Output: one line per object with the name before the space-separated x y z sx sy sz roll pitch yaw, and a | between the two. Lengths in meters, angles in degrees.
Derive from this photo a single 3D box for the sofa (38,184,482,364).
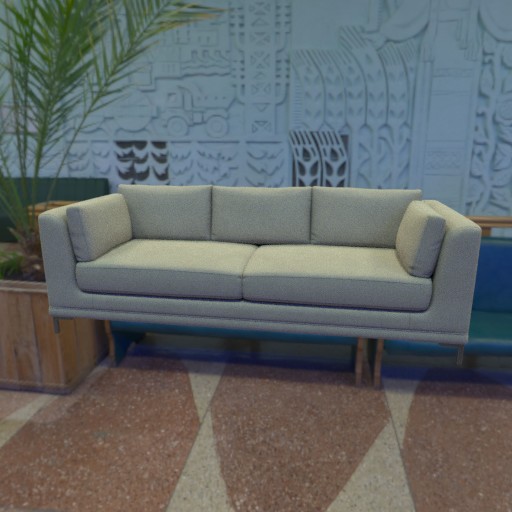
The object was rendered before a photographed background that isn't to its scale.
sofa | 0.000 0.000 2.883 2.415 0.867 0.969 2 15 9
